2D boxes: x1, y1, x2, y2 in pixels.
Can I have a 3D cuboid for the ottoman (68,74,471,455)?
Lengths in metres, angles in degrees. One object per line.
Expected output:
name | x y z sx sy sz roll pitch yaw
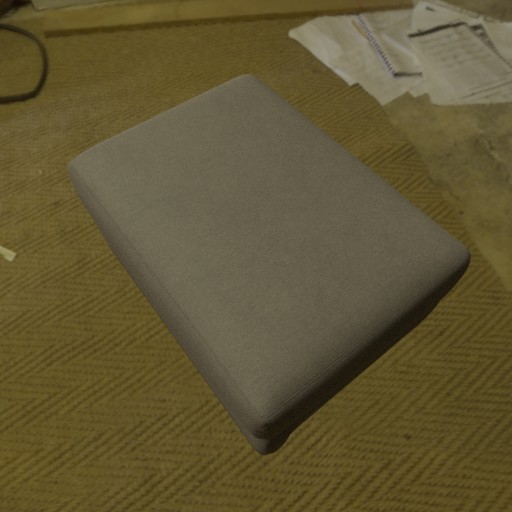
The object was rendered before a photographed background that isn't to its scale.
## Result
ottoman | 0.000 0.000 1.128 0.574 0.497 0.773 -33 63 -19
